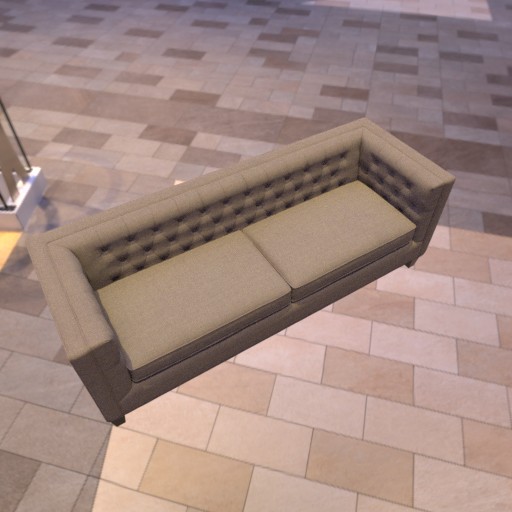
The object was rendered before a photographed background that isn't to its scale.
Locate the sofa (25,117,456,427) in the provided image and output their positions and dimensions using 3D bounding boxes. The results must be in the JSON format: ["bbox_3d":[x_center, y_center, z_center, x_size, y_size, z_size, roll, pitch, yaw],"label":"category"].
[{"bbox_3d":[0.000,0.000,2.573,2.159,0.762,0.775,-24,52,-21],"label":"sofa"}]
